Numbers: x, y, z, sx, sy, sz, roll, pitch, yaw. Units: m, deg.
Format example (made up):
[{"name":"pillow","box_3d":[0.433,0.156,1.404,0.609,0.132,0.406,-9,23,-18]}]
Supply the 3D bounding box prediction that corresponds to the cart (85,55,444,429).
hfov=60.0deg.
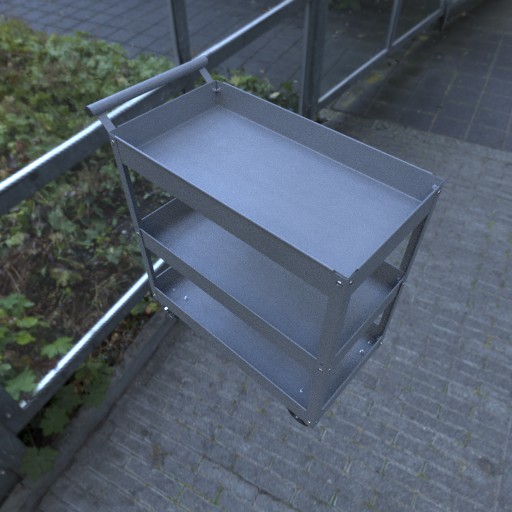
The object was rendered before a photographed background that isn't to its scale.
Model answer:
[{"name":"cart","box_3d":[0.000,0.000,1.216,0.719,0.780,0.366,33,55,27]}]
